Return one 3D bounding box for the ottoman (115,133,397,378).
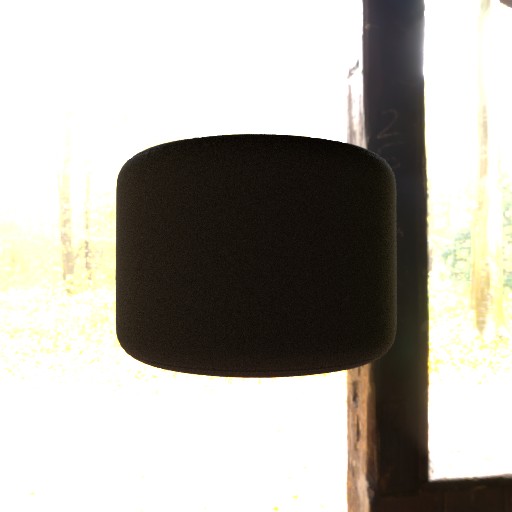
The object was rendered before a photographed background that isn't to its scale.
[{"bbox_3d":[0.000,0.000,1.006,0.608,0.433,0.608,0,-1,0],"label":"ottoman"}]
